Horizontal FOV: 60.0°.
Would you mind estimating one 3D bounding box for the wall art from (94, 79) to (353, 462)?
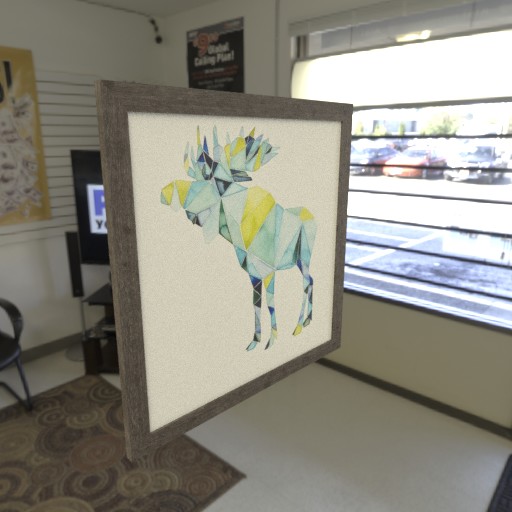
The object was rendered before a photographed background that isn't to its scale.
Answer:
[{"bbox_3d":[0.000,0.000,0.667,0.457,0.457,0.013,-14,20,-43],"label":"wall art"}]
